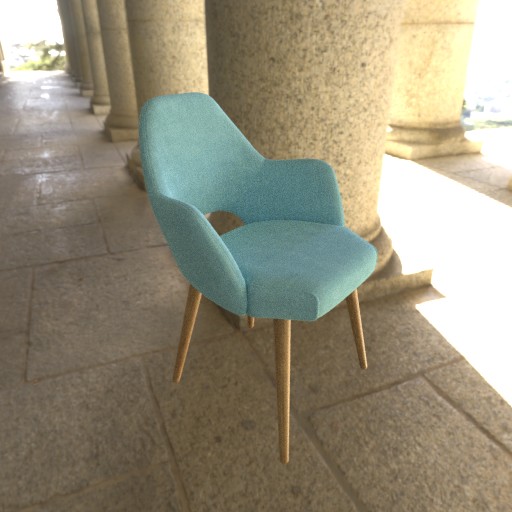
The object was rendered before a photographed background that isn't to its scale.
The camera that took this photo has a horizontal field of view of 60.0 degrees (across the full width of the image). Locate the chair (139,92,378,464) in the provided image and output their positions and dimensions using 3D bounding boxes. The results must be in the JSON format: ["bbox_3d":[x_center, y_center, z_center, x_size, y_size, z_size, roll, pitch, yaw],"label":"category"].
[{"bbox_3d":[0.000,0.000,1.268,0.610,0.840,0.590,19,32,34],"label":"chair"}]
